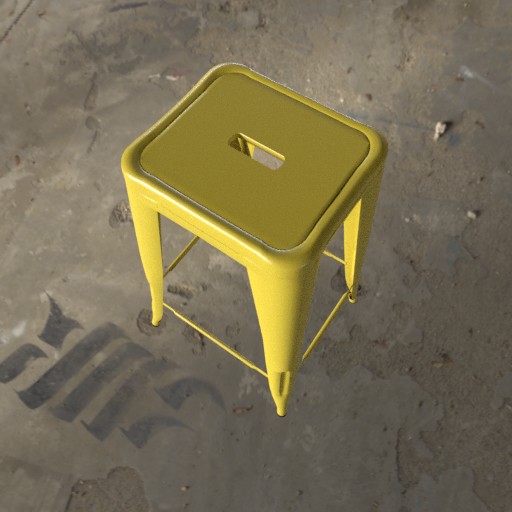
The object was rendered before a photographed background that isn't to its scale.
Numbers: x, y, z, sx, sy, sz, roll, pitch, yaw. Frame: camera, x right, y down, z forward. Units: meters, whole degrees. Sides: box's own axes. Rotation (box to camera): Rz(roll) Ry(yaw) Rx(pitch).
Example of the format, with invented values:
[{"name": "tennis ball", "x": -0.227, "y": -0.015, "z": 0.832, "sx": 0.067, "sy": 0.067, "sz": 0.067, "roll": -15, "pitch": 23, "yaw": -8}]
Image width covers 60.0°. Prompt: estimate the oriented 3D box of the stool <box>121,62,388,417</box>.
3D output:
[{"name": "stool", "x": 0.000, "y": 0.000, "z": 0.853, "sx": 0.399, "sy": 0.609, "sz": 0.359, "roll": 31, "pitch": 67, "yaw": 15}]
